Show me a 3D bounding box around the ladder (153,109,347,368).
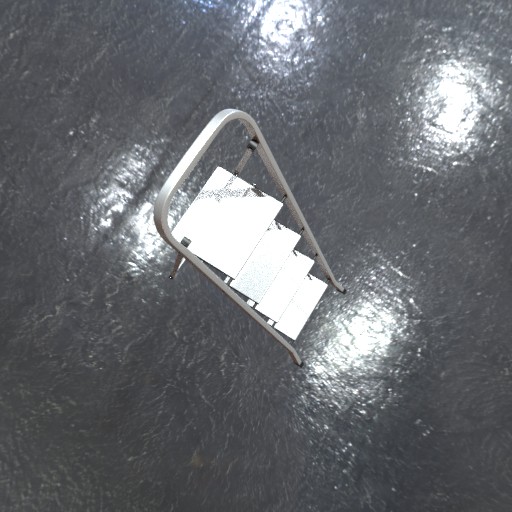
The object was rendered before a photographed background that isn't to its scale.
[{"bbox_3d":[0.000,0.000,1.700,0.830,1.290,0.465,31,78,7],"label":"ladder"}]
